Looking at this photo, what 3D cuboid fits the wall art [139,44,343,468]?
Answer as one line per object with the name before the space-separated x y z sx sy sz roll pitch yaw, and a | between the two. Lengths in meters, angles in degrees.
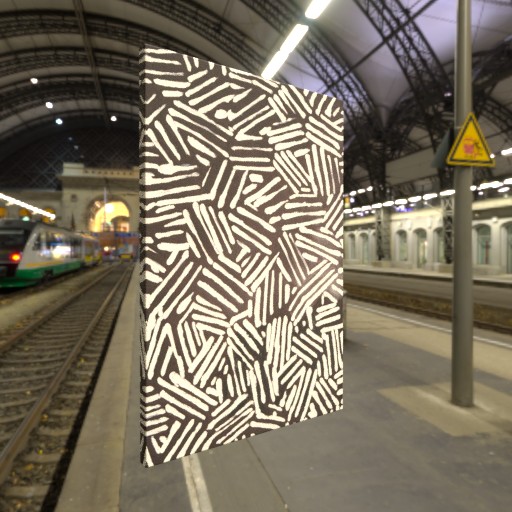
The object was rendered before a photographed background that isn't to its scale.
wall art | 0.000 0.000 1.149 0.615 0.918 0.035 0 1 -36
